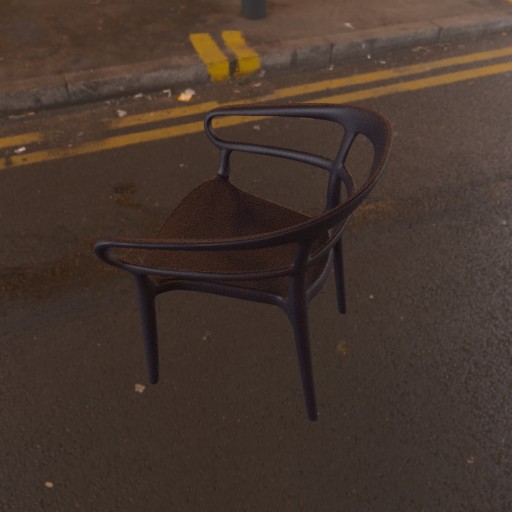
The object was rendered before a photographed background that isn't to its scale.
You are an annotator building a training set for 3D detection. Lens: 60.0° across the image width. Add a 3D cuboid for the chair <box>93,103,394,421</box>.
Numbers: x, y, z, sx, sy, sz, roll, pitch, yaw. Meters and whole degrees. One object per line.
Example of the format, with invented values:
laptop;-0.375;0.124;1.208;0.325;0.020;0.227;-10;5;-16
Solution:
chair;0.000;0.000;1.149;0.527;0.761;0.559;15;48;13
